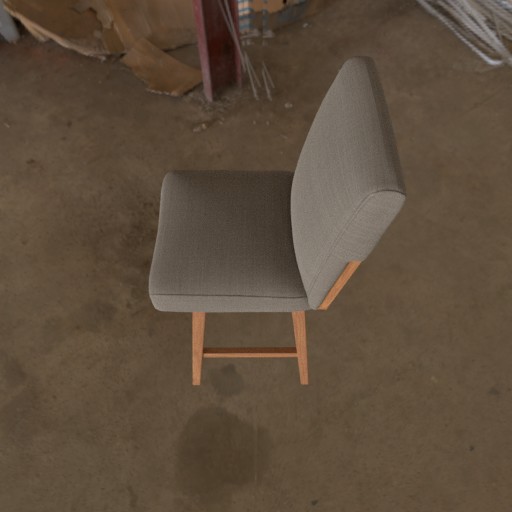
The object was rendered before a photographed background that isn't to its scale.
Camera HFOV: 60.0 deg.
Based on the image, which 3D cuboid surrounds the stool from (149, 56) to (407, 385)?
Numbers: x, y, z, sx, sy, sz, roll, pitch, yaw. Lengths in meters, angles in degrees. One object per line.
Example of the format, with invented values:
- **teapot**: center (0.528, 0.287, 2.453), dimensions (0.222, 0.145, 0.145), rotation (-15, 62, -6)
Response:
- **stool**: center (0.000, 0.000, 1.371), dimensions (0.570, 1.112, 0.483), rotation (0, 58, 0)
